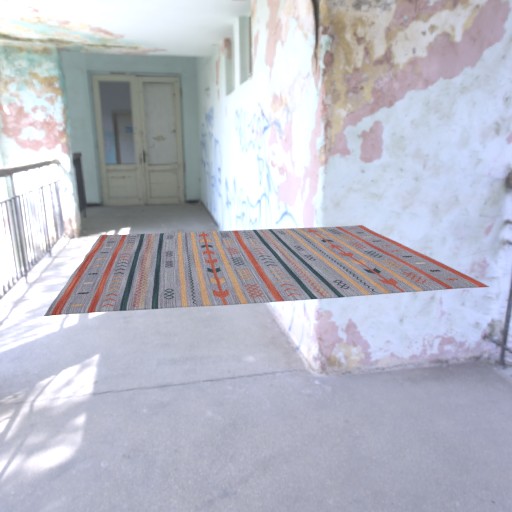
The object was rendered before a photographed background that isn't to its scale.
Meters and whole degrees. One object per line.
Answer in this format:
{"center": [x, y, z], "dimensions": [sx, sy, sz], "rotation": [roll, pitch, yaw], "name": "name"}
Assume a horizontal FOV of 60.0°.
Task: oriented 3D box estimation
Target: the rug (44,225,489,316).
{"center": [0.000, 0.000, 4.004], "dimensions": [3.029, 0.022, 2.263], "rotation": [-3, 16, -10], "name": "rug"}
